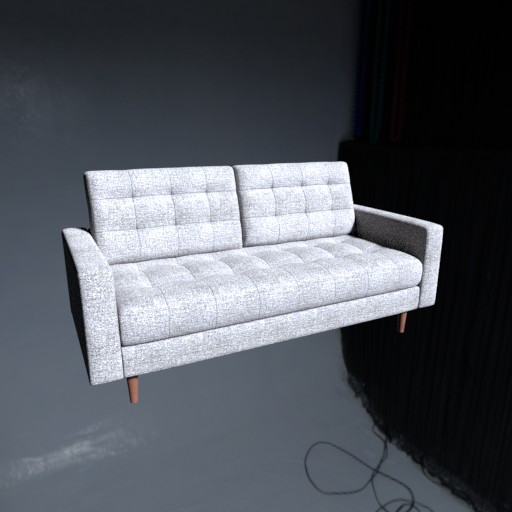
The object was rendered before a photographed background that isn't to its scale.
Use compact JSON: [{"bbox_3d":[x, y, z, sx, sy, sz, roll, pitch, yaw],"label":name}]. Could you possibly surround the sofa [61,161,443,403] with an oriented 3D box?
[{"bbox_3d":[0.000,0.000,2.346,1.821,0.902,0.863,-8,18,-26],"label":"sofa"}]
